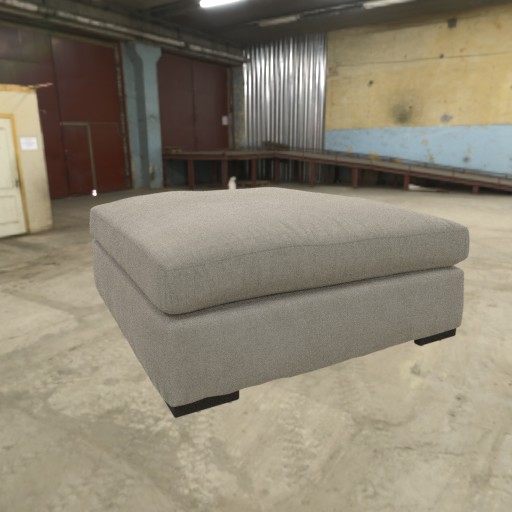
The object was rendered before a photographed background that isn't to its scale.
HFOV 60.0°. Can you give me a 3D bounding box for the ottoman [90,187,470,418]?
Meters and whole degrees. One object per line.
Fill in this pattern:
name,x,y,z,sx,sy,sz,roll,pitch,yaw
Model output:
ottoman,0.000,0.000,1.844,1.171,0.517,1.203,-8,16,-27
